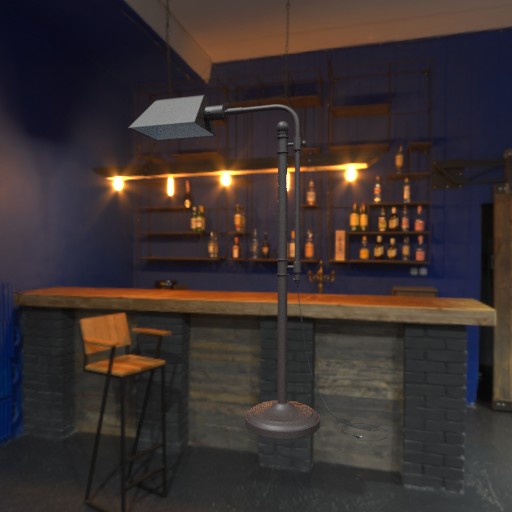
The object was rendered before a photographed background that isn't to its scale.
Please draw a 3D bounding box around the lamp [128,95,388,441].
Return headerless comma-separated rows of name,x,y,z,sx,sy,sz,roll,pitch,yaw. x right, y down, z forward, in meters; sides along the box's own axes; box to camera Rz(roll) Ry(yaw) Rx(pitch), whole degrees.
lamp,0.000,0.000,0.950,0.545,0.708,0.159,0,1,17
